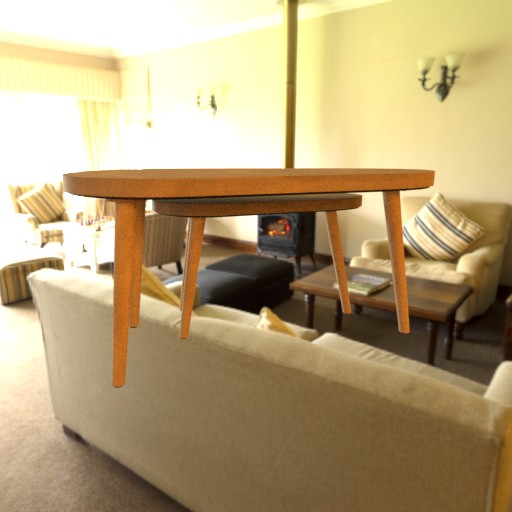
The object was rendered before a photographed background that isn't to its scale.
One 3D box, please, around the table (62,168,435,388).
[{"bbox_3d":[0.000,0.000,1.566,1.190,0.595,0.701,-2,14,-9],"label":"table"}]
